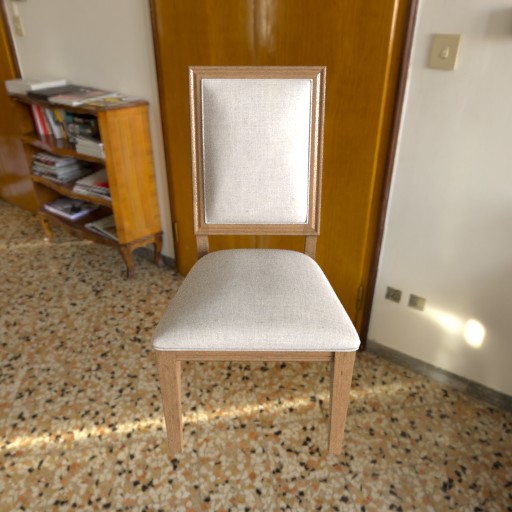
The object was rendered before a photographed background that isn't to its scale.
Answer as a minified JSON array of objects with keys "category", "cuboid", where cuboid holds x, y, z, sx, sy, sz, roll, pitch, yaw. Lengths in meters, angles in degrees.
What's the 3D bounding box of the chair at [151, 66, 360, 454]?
[{"category":"chair","cuboid":[0.000,0.000,1.318,0.536,0.988,0.601,0,29,0]}]
